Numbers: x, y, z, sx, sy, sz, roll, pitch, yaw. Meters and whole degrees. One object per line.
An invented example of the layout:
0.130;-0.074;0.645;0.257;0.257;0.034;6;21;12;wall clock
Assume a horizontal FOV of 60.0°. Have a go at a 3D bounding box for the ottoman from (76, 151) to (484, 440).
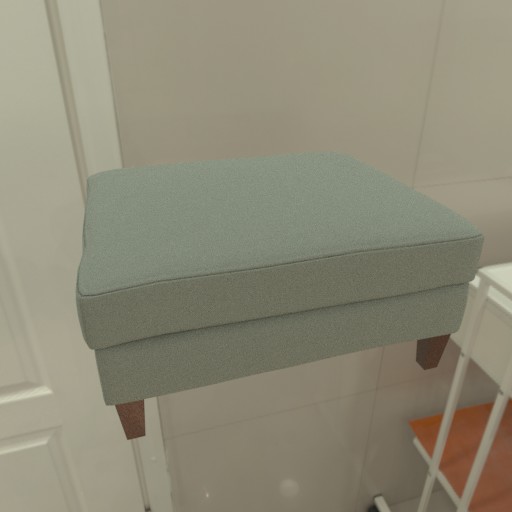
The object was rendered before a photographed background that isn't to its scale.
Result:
0.000;0.000;1.414;0.991;0.494;0.842;-8;29;-15;ottoman
